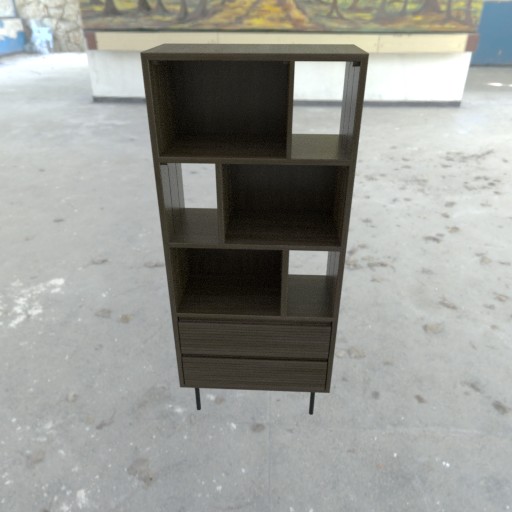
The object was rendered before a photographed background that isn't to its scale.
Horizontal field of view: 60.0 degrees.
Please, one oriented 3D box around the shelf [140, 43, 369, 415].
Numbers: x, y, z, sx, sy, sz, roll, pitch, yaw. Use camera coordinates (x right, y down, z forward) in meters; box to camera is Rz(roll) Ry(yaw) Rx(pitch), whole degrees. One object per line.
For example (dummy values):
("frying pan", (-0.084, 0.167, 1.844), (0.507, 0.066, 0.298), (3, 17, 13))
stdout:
("shelf", (0.000, 0.000, 1.813), (0.670, 1.545, 0.323), (1, 30, 2))
